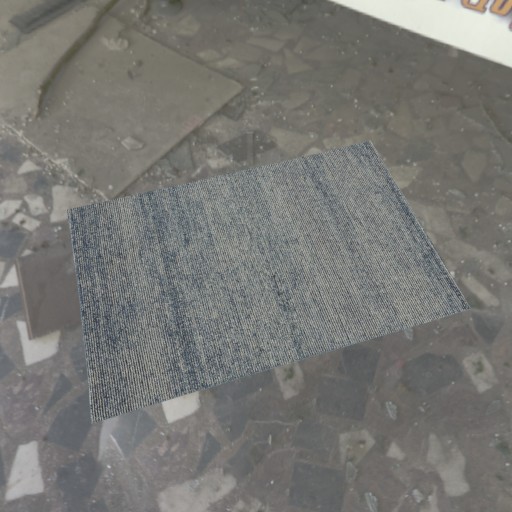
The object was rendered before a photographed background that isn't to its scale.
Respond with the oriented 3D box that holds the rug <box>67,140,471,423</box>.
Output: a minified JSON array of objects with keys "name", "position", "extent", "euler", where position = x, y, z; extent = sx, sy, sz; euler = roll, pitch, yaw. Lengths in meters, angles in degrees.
[{"name":"rug","position":[0.000,0.000,2.229],"extent":[1.777,0.021,1.145],"euler":[-14,60,-9]}]
